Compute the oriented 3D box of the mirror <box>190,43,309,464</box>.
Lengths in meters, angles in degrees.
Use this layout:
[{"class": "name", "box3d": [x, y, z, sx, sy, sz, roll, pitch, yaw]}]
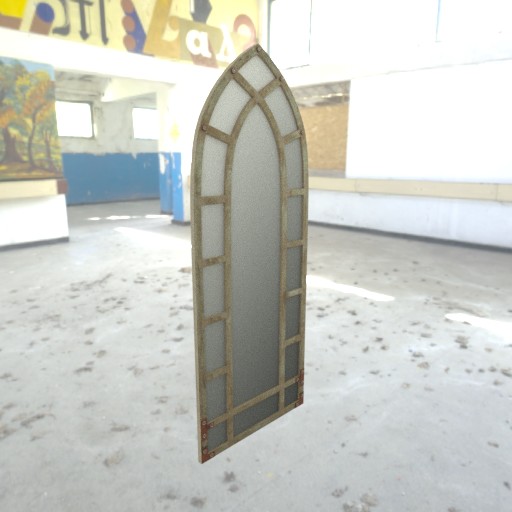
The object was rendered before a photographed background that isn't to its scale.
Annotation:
[{"class": "mirror", "box3d": [0.000, 0.000, 1.330, 0.464, 1.175, 0.025, -13, 18, -43]}]
